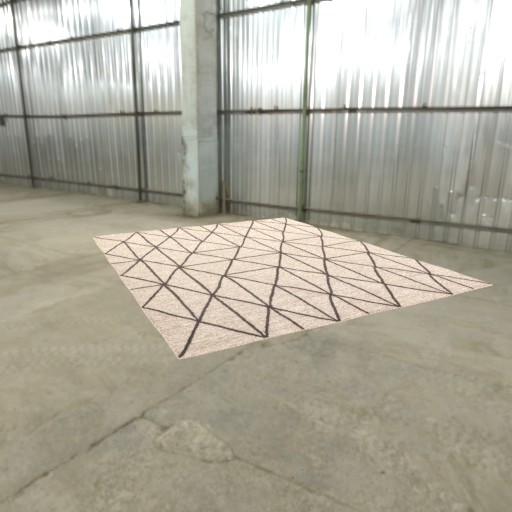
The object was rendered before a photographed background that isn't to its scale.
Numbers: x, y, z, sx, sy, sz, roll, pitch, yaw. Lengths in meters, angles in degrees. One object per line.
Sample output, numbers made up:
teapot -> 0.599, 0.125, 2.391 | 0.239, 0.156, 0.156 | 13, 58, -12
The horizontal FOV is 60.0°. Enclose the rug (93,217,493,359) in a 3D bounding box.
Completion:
rug -> 0.000, 0.000, 4.080 | 2.468, 0.022, 3.061 | -8, 18, -26
